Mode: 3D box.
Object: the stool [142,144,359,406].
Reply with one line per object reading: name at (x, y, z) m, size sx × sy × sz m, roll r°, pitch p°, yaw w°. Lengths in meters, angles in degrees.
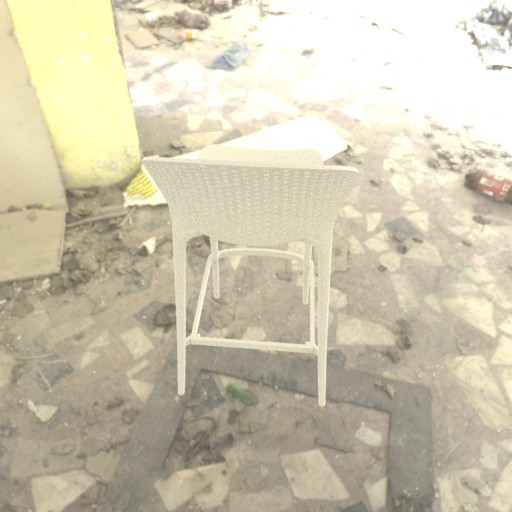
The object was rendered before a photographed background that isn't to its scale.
stool at (0.000, 0.000, 1.384) m, size 0.536 × 1.045 × 0.535 m, roll 4°, pitch 46°, yaw 3°
